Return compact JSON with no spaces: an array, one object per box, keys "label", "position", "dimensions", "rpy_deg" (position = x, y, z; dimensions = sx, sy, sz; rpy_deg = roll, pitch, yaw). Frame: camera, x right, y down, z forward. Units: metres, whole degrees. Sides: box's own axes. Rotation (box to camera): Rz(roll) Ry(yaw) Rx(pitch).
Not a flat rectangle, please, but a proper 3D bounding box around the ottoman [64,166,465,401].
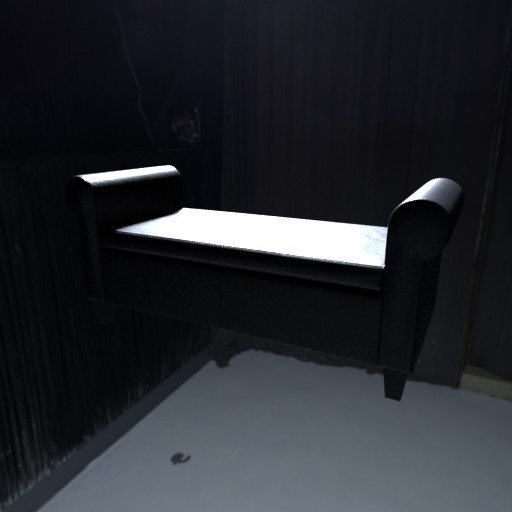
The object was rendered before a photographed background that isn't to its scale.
[{"label":"ottoman","position":[0.000,0.000,1.547],"dimensions":[1.256,0.547,0.521],"rpy_deg":[8,18,26]}]
